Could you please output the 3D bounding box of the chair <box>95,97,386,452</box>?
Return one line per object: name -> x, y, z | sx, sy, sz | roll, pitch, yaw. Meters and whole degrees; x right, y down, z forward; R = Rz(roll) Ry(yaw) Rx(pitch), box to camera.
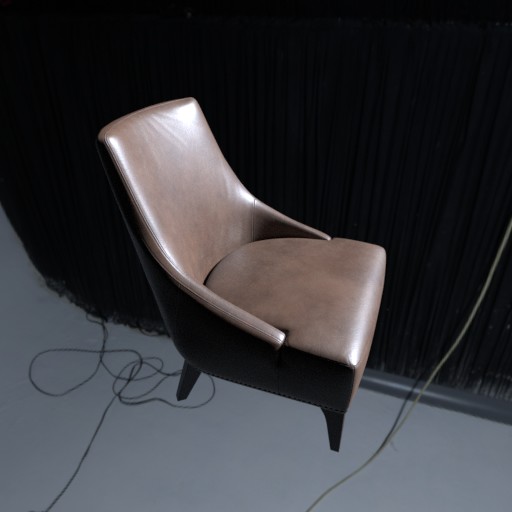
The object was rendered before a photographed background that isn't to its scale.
chair -> 0.000, 0.000, 1.527 | 0.861, 0.909, 0.701 | 11, 33, 17
